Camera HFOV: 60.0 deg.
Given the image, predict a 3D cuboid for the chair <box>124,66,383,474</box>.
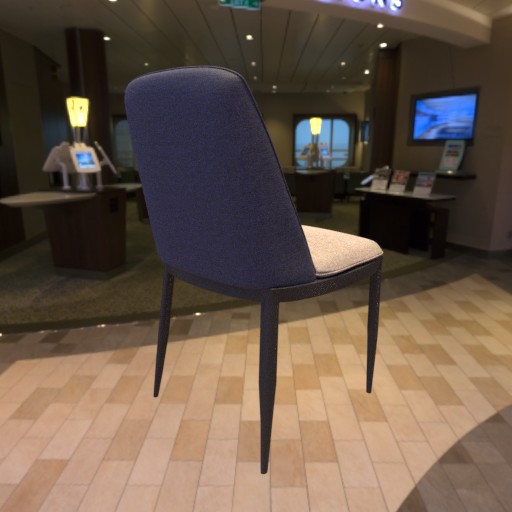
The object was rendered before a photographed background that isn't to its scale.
[{"bbox_3d":[0.000,0.000,1.143,0.480,0.839,0.551,14,20,43],"label":"chair"}]
